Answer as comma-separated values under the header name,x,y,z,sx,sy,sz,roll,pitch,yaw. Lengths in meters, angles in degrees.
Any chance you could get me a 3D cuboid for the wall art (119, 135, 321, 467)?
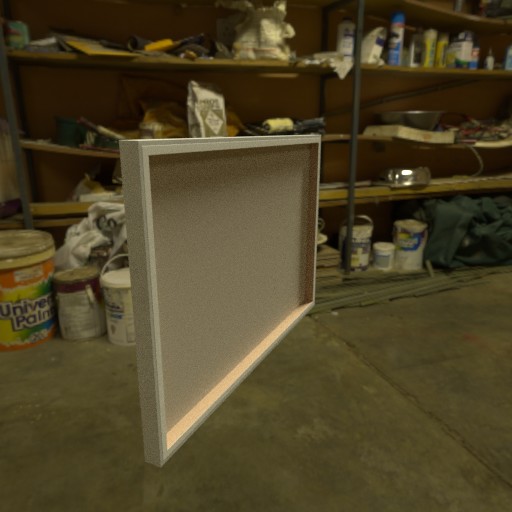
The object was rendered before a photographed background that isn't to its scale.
name,x,y,z,sx,sy,sz,roll,pitch,yaw
wall art,0.000,0.000,1.174,0.038,0.610,0.915,8,18,25
